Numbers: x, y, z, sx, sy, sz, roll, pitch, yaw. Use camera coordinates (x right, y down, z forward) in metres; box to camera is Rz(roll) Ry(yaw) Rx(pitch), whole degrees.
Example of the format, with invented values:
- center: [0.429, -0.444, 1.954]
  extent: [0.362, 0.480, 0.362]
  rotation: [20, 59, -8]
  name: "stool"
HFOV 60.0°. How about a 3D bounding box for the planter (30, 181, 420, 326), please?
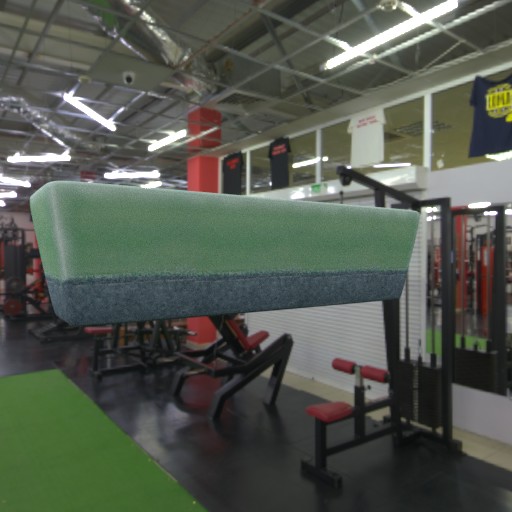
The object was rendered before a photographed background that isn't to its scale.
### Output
- center: [0.000, 0.000, 0.307]
  extent: [0.275, 0.072, 0.072]
  rotation: [0, 0, -34]
  name: "planter"
